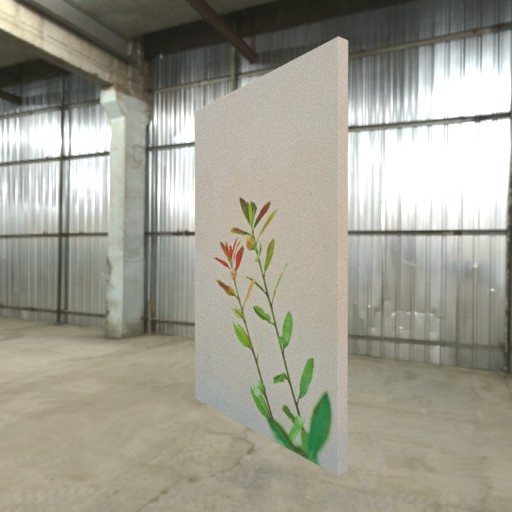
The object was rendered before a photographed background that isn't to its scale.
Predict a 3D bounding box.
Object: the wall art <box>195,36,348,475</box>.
[{"bbox_3d":[0.000,0.000,1.469,0.038,1.143,0.764,0,1,-37],"label":"wall art"}]
